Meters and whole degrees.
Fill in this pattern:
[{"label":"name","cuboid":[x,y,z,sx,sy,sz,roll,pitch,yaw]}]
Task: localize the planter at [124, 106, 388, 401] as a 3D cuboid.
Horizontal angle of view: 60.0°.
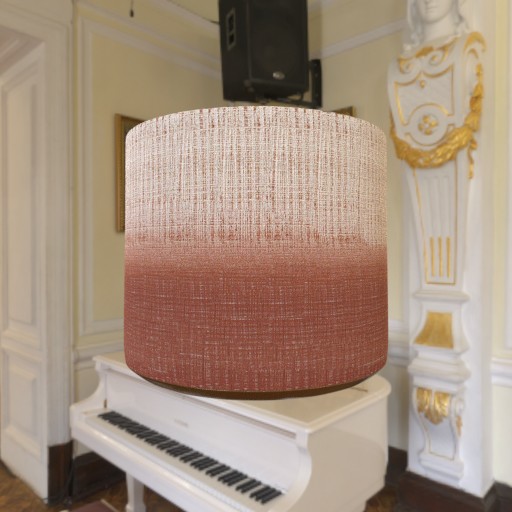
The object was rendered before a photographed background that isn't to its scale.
[{"label":"planter","cuboid":[0.000,0.000,0.443,0.254,0.221,0.254,0,1,0]}]
